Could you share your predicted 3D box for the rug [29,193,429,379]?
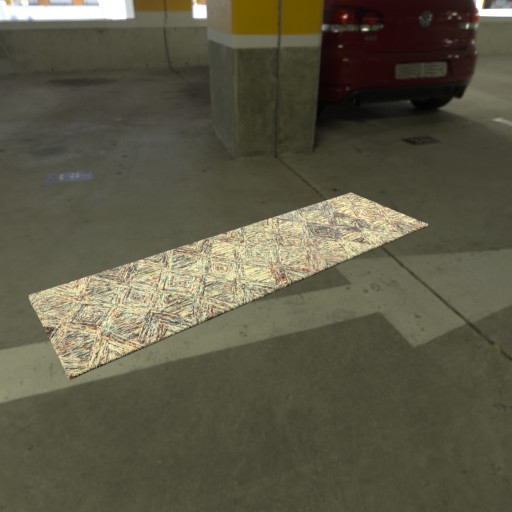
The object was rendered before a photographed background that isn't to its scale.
[{"bbox_3d":[0.000,0.000,2.534,2.292,0.015,0.688,-20,36,-31],"label":"rug"}]
